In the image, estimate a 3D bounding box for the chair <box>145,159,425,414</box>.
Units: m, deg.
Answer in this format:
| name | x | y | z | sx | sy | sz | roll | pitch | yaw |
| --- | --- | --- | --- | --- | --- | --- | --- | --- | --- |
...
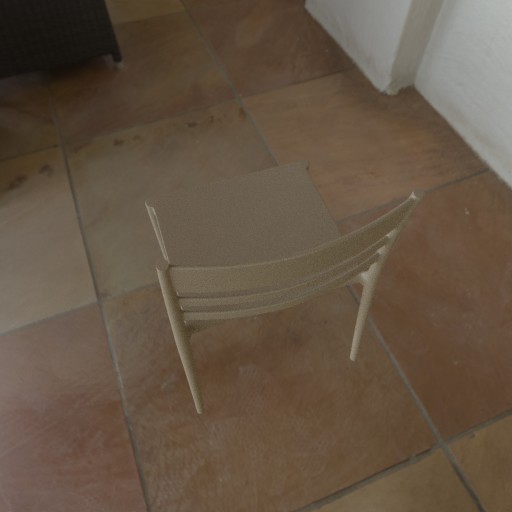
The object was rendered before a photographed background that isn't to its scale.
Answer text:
| name | x | y | z | sx | sy | sz | roll | pitch | yaw |
| --- | --- | --- | --- | --- | --- | --- | --- | --- | --- |
| chair | 0.000 | 0.000 | 1.167 | 0.531 | 0.800 | 0.511 | -16 | 59 | -10 |
